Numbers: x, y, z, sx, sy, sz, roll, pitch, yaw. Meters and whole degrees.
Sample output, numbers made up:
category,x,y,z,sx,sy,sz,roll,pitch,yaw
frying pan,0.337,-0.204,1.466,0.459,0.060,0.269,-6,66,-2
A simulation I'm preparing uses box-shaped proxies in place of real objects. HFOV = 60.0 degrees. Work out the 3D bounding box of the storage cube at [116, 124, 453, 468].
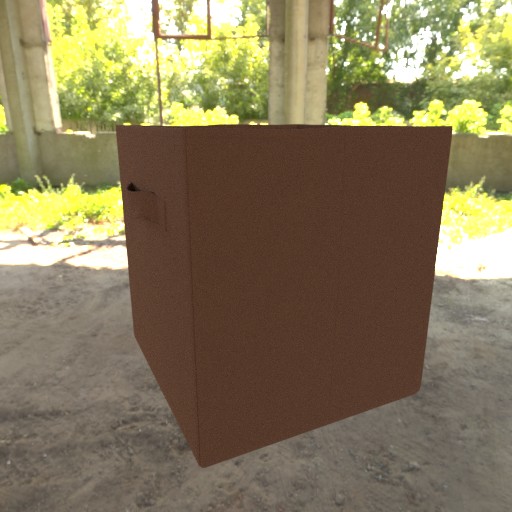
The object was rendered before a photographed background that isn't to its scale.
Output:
category,x,y,z,sx,sy,sz,roll,pitch,yaw
storage cube,0.000,0.000,0.495,0.270,0.280,0.270,-8,19,-25
